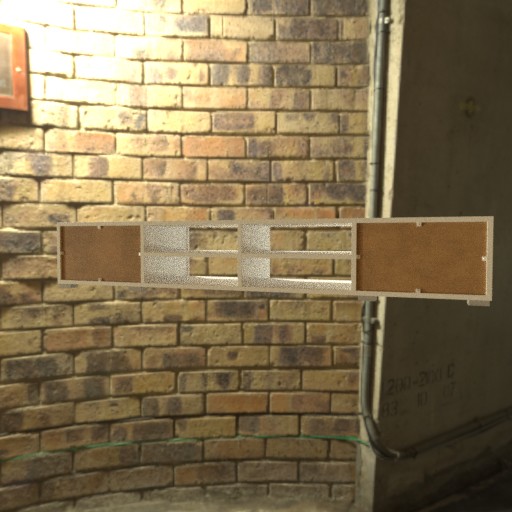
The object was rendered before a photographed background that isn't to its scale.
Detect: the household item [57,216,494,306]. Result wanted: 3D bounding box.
[{"bbox_3d":[0.000,0.000,2.010,1.850,0.310,0.420,1,2,19],"label":"household item"}]
